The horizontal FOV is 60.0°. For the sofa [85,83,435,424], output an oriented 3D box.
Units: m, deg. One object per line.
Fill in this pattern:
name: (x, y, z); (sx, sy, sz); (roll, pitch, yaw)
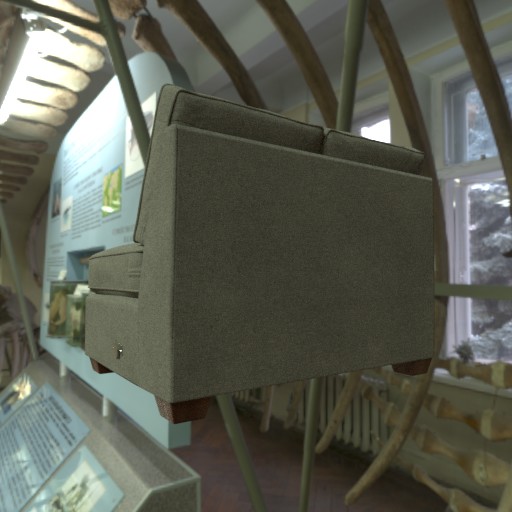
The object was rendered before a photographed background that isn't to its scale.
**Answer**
sofa: (0.000, 0.000, 1.945); (1.237, 1.008, 0.951); (2, -3, -35)
